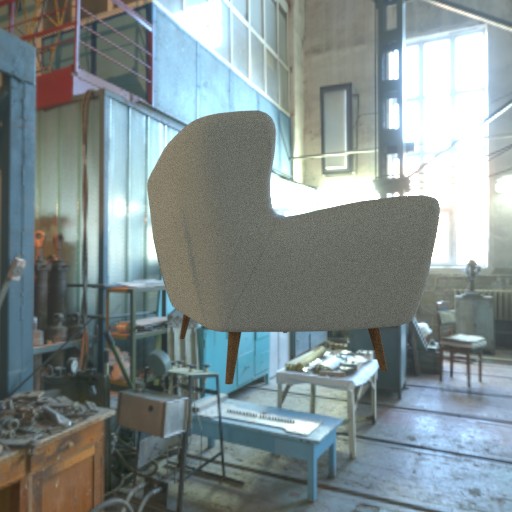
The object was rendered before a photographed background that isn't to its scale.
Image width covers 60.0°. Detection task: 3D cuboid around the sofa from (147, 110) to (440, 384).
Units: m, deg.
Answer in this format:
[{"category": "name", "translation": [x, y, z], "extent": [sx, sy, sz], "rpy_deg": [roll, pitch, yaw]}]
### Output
[{"category": "sofa", "translation": [0.000, 0.000, 2.034], "extent": [0.921, 0.878, 1.424], "rpy_deg": [0, -1, -19]}]
